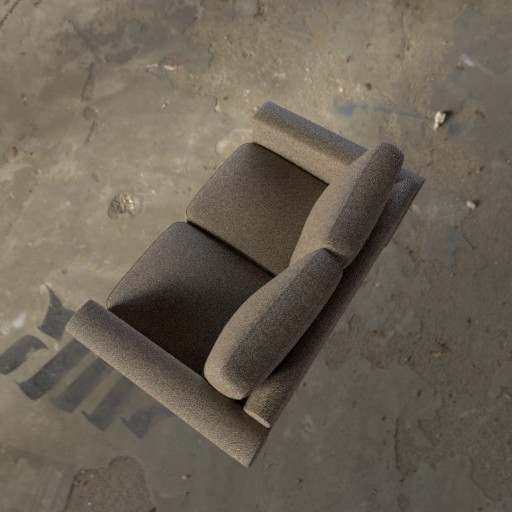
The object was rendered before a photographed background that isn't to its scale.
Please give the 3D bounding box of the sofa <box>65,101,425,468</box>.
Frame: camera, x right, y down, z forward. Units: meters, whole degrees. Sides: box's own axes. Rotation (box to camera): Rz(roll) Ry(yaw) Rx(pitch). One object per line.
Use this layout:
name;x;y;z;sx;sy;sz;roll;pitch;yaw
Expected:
sofa;0.000;0.000;2.202;1.016;0.873;1.616;31;68;14
